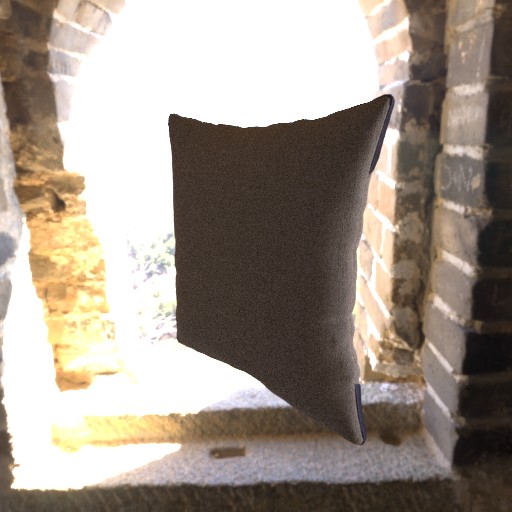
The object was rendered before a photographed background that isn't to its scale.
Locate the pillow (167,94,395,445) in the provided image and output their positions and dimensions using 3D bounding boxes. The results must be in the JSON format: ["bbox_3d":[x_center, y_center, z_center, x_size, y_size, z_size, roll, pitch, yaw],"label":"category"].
[{"bbox_3d":[0.000,0.000,0.685,0.147,0.441,0.440,-14,20,-42],"label":"pillow"}]
